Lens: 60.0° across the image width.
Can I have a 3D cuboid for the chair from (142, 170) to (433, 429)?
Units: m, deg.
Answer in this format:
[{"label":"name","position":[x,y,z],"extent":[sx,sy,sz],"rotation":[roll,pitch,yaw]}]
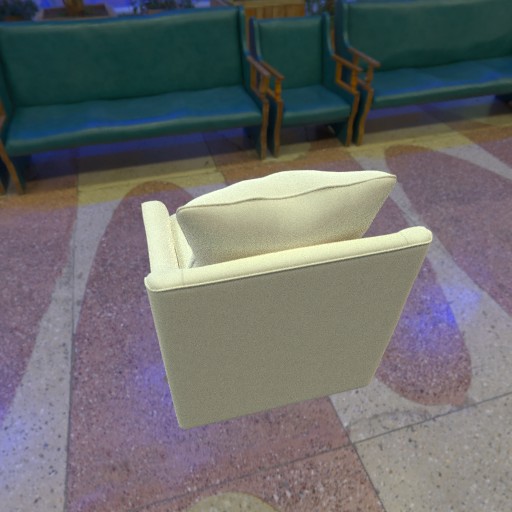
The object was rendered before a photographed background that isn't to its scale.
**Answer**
[{"label":"chair","position":[0.000,0.000,1.608],"extent":[0.756,0.965,0.876],"rotation":[-10,42,-11]}]
